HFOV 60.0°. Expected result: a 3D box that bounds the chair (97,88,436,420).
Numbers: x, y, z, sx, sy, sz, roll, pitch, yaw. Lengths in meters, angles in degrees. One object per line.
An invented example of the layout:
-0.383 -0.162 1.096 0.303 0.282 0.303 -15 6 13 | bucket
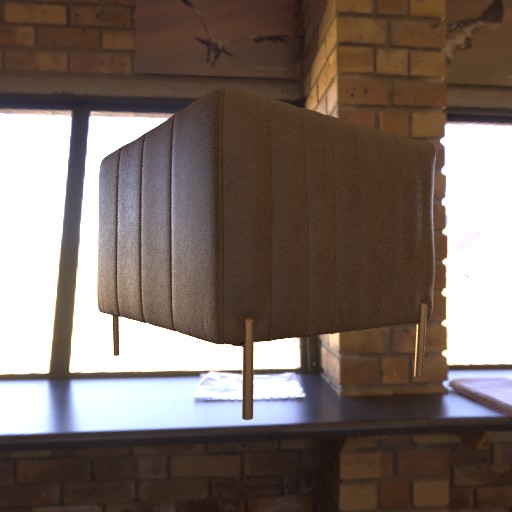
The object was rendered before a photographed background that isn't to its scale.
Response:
0.000 0.000 1.604 0.876 0.779 0.981 1 -1 -37 | chair
